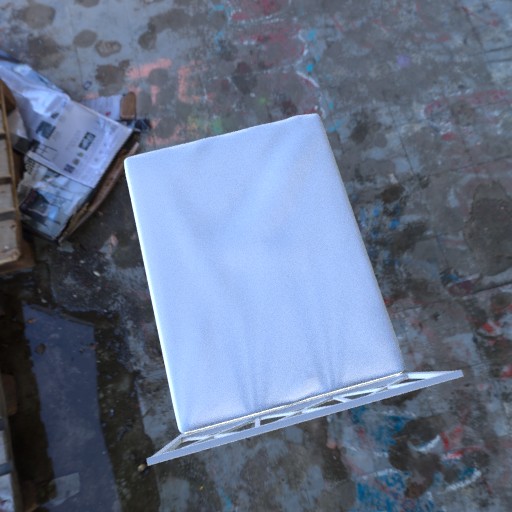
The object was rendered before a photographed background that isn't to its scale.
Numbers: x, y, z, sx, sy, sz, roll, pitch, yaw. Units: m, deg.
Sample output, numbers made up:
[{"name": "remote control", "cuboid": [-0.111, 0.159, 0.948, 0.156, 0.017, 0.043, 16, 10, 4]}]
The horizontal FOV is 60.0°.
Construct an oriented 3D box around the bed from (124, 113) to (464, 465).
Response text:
[{"name": "bed", "cuboid": [0.000, 0.000, 3.126, 1.673, 1.253, 2.135, -14, 75, -4]}]
